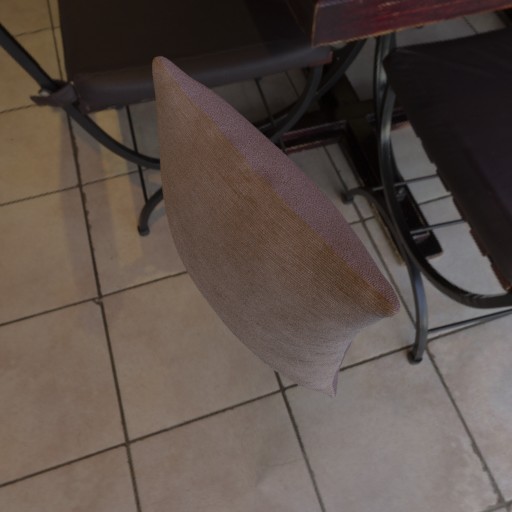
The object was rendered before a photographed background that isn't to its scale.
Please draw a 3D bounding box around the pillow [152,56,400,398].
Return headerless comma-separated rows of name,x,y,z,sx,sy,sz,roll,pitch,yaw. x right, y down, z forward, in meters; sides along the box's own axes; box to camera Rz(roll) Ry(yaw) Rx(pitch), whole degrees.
pillow,0.000,0.000,0.692,0.204,0.439,0.452,-34,67,-16
